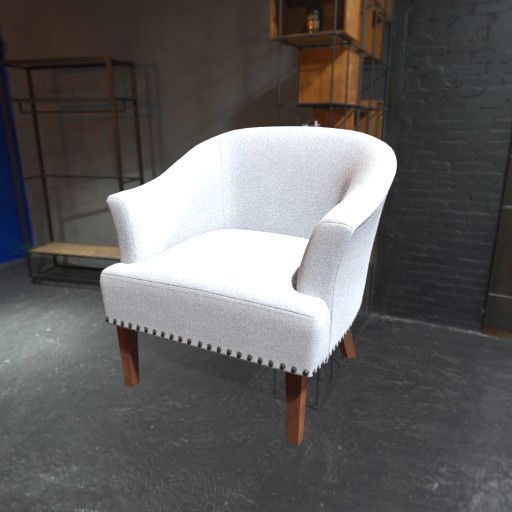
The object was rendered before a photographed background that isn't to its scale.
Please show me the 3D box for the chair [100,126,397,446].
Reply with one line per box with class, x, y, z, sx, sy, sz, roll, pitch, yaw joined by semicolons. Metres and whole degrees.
chair;0.000;0.000;1.460;0.798;0.815;0.704;9;19;27
